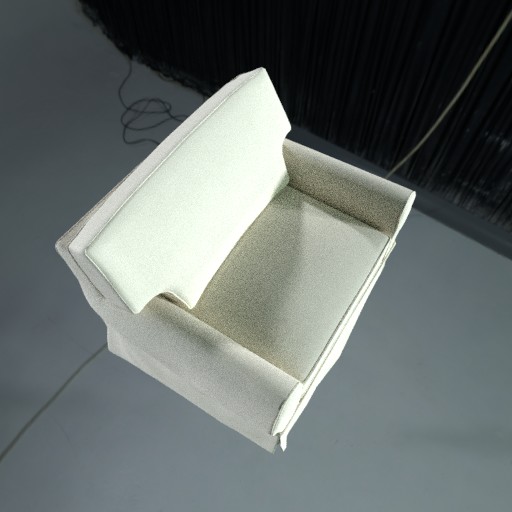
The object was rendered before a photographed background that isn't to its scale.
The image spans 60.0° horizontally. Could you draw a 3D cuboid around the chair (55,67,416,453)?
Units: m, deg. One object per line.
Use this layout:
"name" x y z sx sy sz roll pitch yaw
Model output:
"chair" 0.000 0.000 1.742 0.904 0.958 1.099 29 63 17
